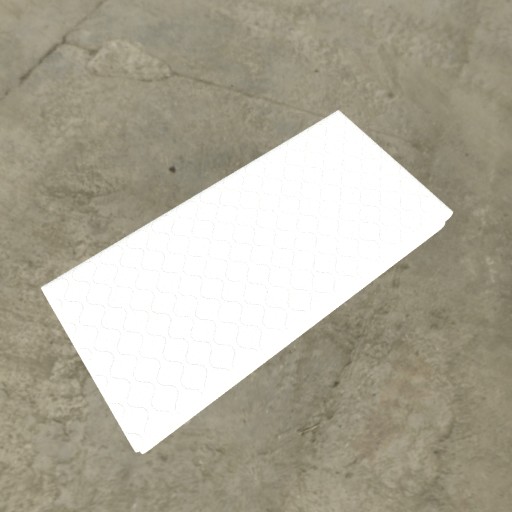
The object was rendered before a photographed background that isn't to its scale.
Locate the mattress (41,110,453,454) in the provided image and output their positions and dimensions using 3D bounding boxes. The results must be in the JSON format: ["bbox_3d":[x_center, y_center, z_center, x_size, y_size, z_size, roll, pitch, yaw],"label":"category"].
[{"bbox_3d":[0.000,0.000,2.277,1.900,0.200,0.900,-34,68,-16],"label":"mattress"}]
